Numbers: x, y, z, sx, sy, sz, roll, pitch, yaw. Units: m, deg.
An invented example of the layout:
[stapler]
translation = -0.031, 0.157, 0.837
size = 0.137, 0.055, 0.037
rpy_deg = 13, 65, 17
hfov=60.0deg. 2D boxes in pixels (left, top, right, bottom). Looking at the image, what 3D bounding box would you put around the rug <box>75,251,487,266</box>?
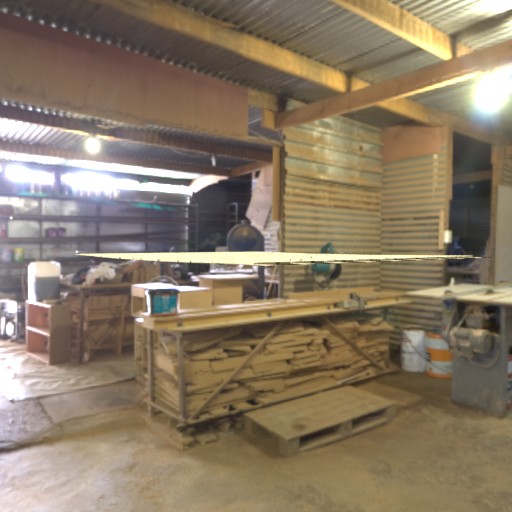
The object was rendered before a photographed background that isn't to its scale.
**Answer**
[rug]
translation = 0.000, 0.000, 4.132
size = 2.342, 0.026, 3.221
rpy_deg = -1, 2, -38
